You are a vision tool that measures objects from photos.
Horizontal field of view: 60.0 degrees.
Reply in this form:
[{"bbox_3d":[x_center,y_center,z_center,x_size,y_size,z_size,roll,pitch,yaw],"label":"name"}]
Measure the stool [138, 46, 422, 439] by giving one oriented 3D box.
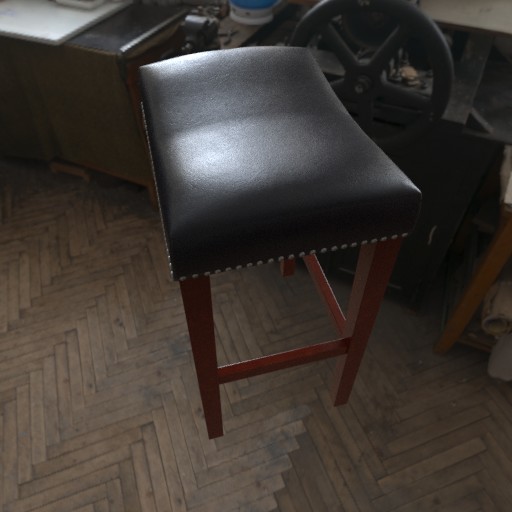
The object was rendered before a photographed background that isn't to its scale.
[{"bbox_3d":[0.000,0.000,1.001,0.372,0.742,0.504,-11,49,-10],"label":"stool"}]
